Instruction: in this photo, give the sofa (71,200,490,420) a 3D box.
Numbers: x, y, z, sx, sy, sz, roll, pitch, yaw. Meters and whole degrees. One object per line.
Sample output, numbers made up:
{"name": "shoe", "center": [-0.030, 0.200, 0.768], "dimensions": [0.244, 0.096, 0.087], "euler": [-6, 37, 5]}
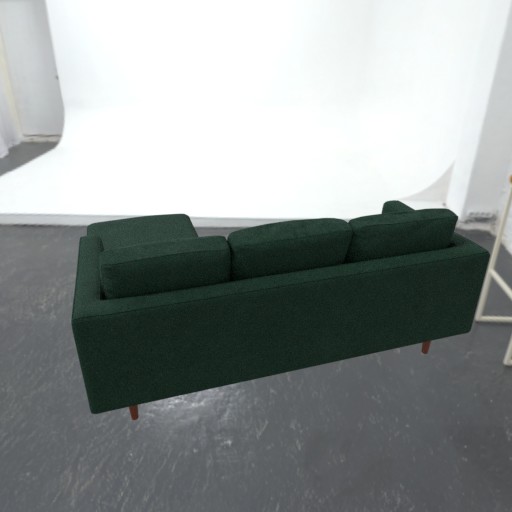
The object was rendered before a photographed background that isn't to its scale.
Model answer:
{"name": "sofa", "center": [0.000, 0.000, 2.765], "dimensions": [2.030, 0.899, 1.580], "euler": [-8, 28, -16]}
